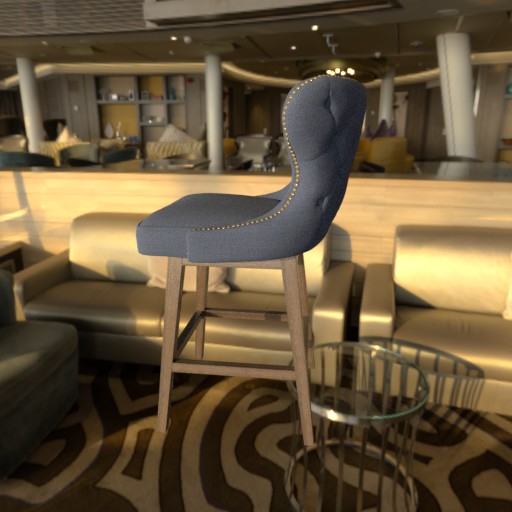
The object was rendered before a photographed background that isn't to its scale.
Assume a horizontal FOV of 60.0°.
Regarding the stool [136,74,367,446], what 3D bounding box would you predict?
[{"bbox_3d":[0.000,0.000,1.349,0.597,0.972,0.615,2,16,7],"label":"stool"}]
